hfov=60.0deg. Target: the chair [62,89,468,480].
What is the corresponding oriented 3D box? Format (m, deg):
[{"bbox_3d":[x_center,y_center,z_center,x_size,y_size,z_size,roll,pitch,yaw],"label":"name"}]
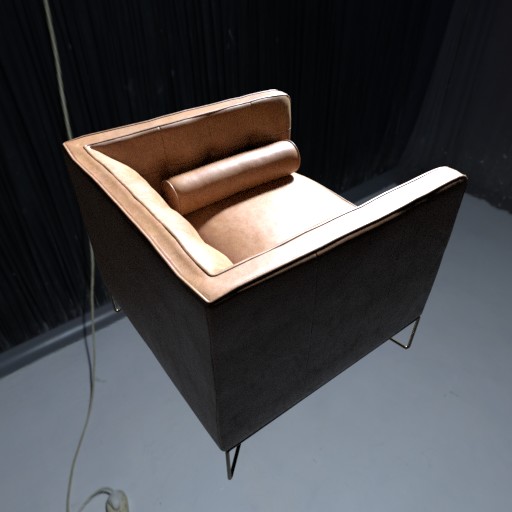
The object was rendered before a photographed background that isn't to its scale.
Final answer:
[{"bbox_3d":[0.000,0.000,1.589,0.912,0.797,0.920,-25,46,-27],"label":"chair"}]
